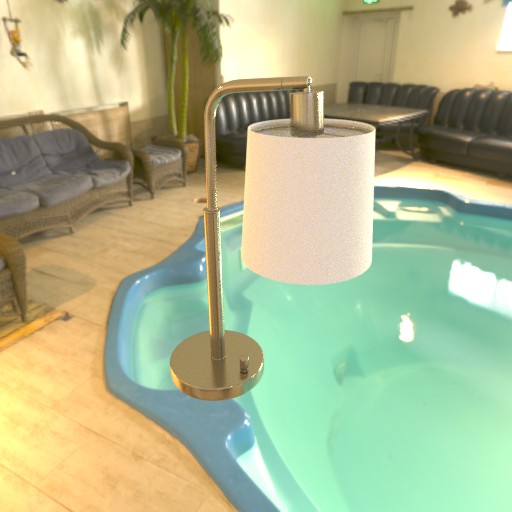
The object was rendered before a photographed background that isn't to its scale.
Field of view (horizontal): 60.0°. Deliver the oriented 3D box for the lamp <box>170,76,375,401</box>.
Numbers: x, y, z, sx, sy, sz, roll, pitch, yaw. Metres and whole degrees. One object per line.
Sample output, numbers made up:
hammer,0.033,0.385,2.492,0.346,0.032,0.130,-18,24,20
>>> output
lamp,0.000,0.000,0.643,0.333,0.489,0.171,17,30,31
